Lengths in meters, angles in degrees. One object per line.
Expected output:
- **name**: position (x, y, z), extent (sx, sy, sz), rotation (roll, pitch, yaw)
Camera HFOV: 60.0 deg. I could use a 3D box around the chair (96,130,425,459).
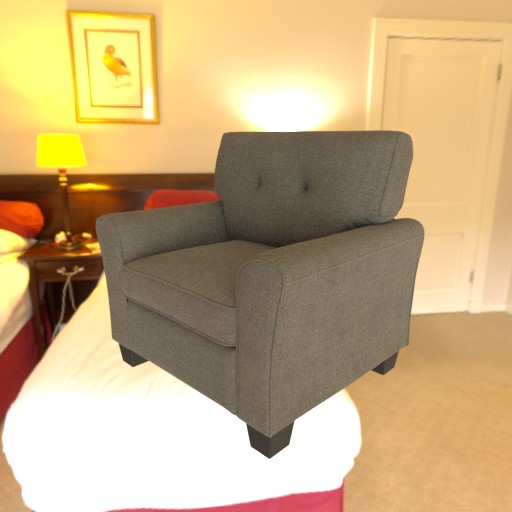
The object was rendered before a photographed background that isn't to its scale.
- **chair**: position (0.000, 0.000, 1.635), extent (0.941, 0.890, 0.816), rotation (14, 21, 43)
